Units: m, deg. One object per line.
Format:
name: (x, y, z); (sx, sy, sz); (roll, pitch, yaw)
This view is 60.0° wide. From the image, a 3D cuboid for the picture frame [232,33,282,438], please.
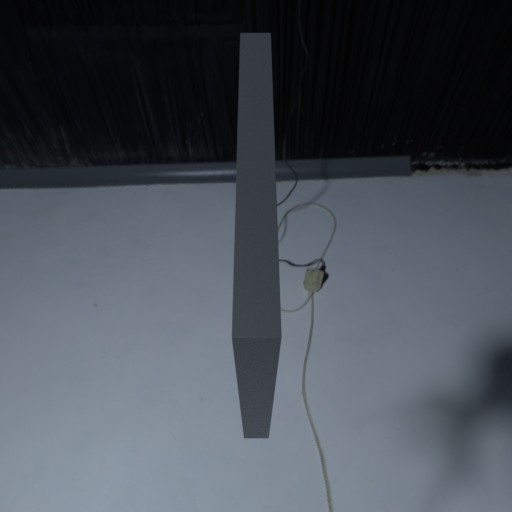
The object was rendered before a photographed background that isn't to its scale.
picture frame: (0.000, 0.000, 0.484); (0.030, 0.317, 0.317); (0, 58, 0)
